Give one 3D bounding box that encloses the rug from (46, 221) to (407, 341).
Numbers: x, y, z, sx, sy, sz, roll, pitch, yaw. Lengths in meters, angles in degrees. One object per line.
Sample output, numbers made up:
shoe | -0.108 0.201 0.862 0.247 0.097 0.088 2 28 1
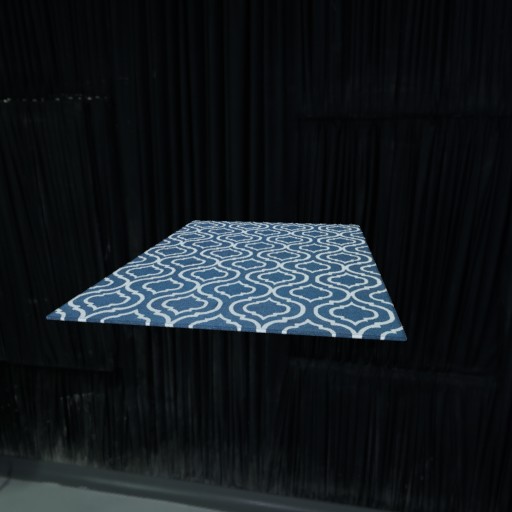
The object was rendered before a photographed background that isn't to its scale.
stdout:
rug | 0.000 0.000 2.209 1.143 0.010 1.753 2 15 8
